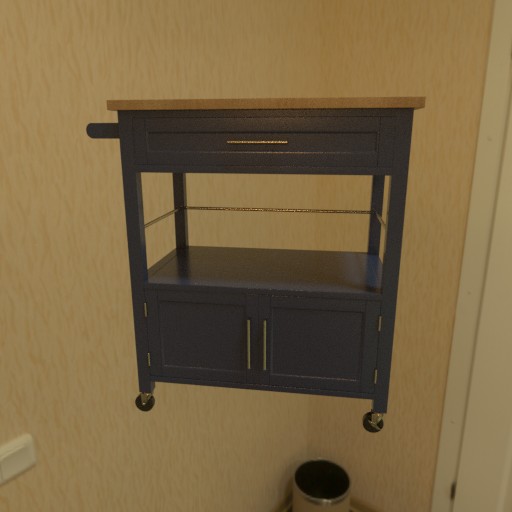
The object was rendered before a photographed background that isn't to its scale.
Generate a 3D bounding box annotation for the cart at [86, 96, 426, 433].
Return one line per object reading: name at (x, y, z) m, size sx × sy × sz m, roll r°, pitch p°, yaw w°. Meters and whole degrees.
cart at (0.000, 0.000, 1.390) m, size 0.840 × 0.901 × 0.459 m, roll 2°, pitch 15°, yaw 8°
